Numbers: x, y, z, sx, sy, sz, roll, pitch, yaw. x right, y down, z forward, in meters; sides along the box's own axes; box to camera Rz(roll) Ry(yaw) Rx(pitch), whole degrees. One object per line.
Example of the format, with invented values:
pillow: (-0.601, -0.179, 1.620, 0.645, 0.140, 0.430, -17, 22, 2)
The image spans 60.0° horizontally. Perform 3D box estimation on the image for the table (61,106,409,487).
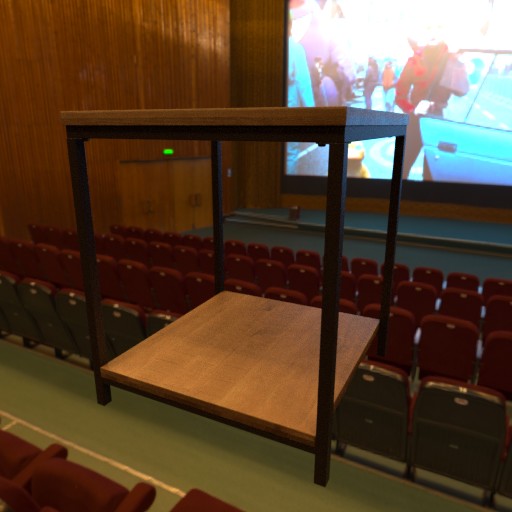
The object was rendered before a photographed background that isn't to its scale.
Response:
table: (0.000, 0.000, 0.959, 0.507, 0.589, 0.503, 8, 18, 26)
